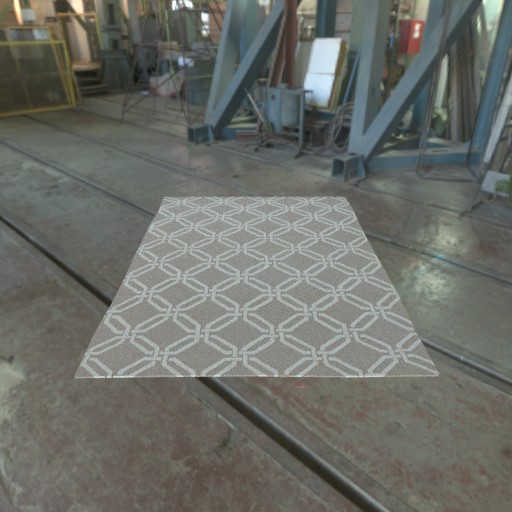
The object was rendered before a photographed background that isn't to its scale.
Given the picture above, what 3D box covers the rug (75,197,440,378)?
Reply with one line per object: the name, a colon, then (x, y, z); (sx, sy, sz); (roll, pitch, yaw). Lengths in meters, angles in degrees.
rug: (0.000, 0.000, 2.765); (1.524, 0.013, 2.135); (0, 28, 0)
